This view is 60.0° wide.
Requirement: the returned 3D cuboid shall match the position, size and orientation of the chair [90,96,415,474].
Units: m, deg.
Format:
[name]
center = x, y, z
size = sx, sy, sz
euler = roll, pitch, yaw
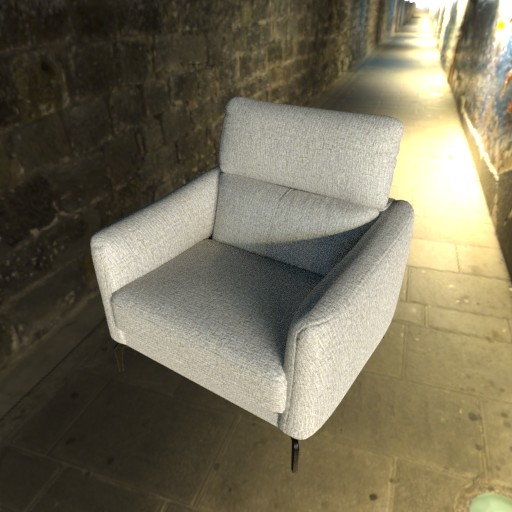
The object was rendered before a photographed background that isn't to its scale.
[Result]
[chair]
center = 0.000, 0.000, 1.655
size = 0.972, 0.967, 0.835
euler = 18, 35, 29
